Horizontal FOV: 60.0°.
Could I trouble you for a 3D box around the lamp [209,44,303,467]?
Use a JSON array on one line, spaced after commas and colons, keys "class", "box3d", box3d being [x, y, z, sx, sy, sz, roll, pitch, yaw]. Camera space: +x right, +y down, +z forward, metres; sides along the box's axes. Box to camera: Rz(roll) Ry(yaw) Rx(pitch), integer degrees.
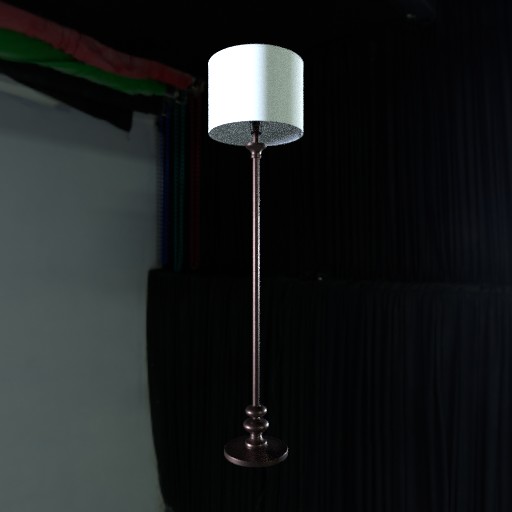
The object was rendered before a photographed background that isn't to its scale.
[{"class": "lamp", "box3d": [0.000, 0.000, 1.680, 0.356, 1.487, 0.356, 0, 0, 37]}]
